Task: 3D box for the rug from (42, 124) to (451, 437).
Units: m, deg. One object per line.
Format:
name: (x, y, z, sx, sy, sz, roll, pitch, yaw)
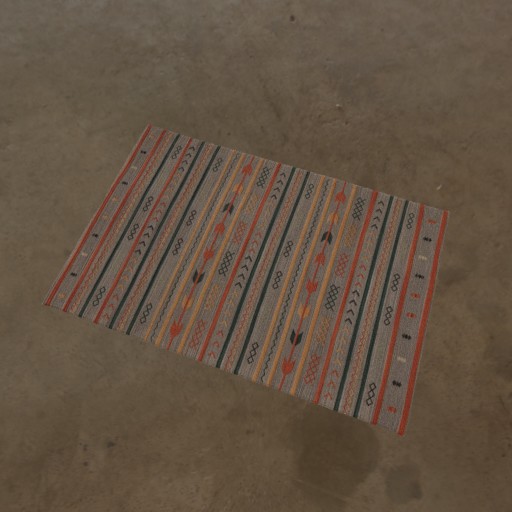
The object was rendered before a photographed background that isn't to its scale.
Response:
rug: (0.000, 0.000, 2.322, 1.835, 0.017, 1.220, 18, 66, 8)
